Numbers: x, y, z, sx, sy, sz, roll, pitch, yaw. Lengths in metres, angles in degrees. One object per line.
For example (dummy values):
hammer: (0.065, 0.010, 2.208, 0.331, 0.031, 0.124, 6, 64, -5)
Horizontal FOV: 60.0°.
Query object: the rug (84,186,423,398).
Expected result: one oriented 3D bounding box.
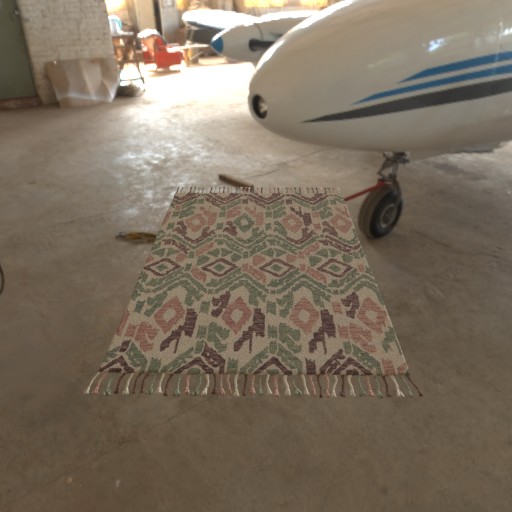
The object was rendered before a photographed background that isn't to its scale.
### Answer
rug: (0.000, 0.000, 3.018, 1.524, 0.011, 2.438, 0, 31, 1)
